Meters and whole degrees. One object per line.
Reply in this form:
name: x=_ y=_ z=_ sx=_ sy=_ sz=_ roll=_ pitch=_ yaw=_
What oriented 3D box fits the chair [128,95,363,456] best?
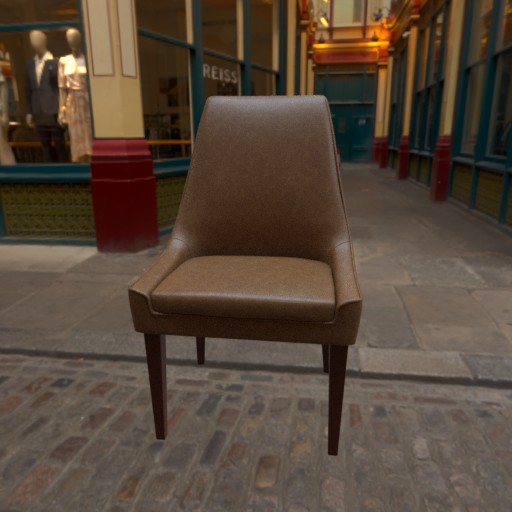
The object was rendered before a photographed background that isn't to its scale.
chair: x=0.000 y=0.000 z=1.213 sx=0.529 sy=0.861 sz=0.544 roll=2 pitch=16 yaw=7
